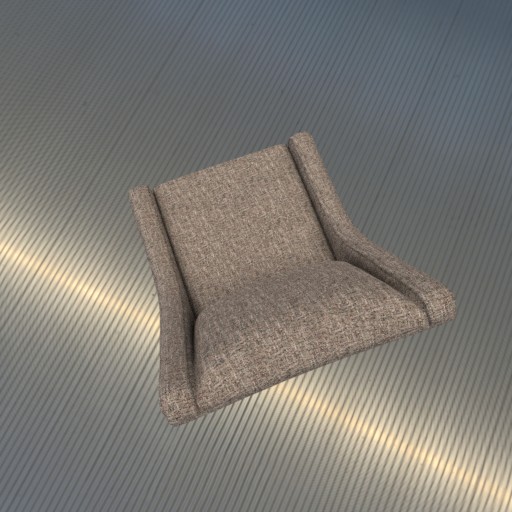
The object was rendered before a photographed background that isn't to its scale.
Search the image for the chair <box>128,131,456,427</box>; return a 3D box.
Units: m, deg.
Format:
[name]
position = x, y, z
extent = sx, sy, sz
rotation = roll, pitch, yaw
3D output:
[chair]
position = 0.000, 0.000, 1.615
extent = 0.774, 1.014, 0.870
rotation = -20, 76, -5
